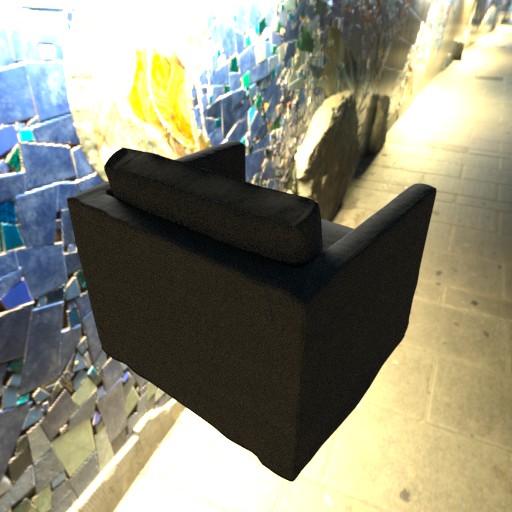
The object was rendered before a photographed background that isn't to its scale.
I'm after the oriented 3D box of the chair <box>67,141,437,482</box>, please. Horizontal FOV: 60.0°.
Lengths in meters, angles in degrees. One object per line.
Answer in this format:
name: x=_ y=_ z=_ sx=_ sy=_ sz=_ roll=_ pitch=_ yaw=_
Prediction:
chair: x=0.000 y=0.000 z=1.758 sx=1.057 sy=0.863 sz=0.949 roll=22 pitch=37 yaw=32
